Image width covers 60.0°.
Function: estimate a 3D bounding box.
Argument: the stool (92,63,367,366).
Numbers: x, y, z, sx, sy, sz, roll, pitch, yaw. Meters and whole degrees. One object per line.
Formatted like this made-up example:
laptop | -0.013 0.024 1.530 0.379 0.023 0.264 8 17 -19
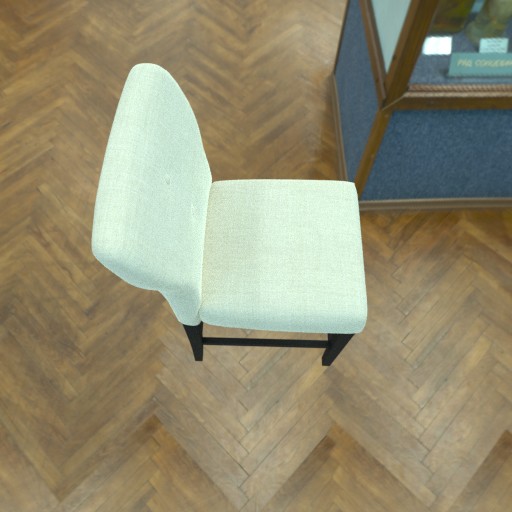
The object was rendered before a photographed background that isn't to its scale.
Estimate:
stool | 0.000 0.000 1.311 0.603 0.972 0.514 1 64 1
